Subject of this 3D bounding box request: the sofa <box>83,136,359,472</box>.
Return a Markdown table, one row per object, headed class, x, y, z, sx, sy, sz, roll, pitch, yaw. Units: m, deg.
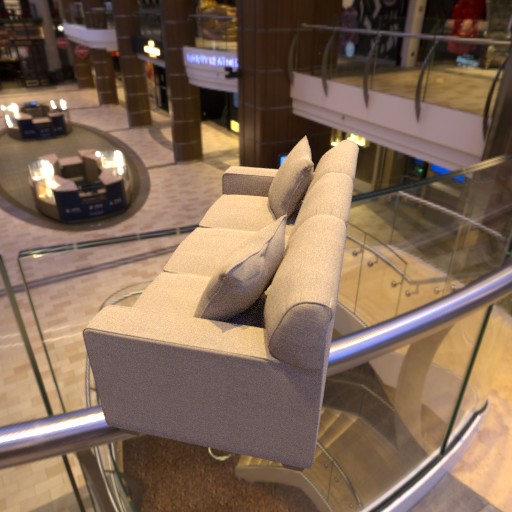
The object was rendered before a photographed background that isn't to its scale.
| class | x | y | z | sx | sy | sz | roll | pitch | yaw |
| --- | --- | --- | --- | --- | --- | --- | --- | --- | --- |
| sofa | 0.000 | 0.000 | 2.552 | 0.997 | 0.958 | 2.024 | 7 | 31 | 12 |
